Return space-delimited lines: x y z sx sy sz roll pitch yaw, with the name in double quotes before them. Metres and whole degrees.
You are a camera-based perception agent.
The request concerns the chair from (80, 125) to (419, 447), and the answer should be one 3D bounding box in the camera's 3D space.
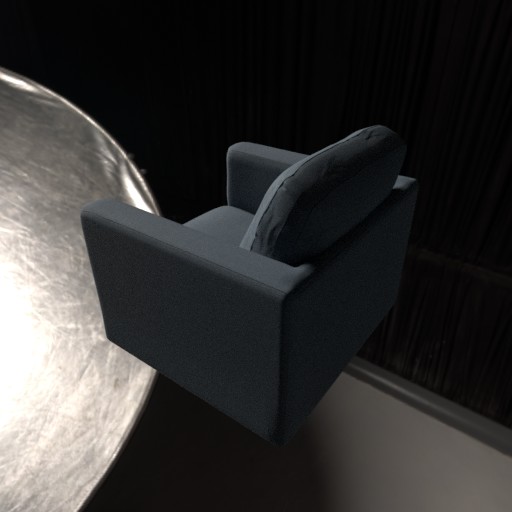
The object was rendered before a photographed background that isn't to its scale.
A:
"chair" 0.000 0.000 1.580 0.820 0.922 0.855 21 38 30
